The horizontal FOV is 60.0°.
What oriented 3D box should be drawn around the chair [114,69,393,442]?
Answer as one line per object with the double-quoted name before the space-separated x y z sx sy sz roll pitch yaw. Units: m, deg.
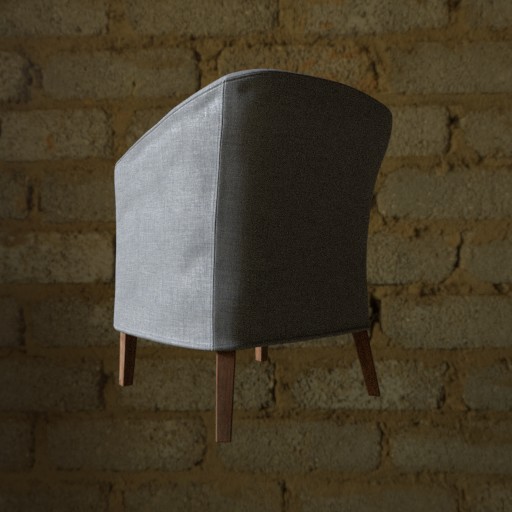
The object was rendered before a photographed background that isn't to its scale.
"chair" 0.000 0.000 1.250 0.600 0.771 0.668 0 0 -38
